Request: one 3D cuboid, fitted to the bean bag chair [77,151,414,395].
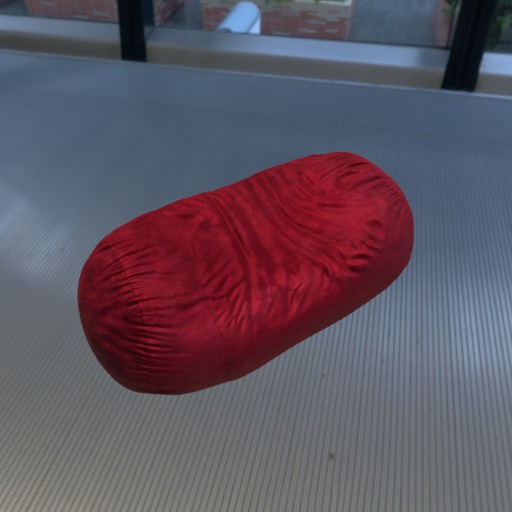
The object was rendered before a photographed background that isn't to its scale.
[{"bbox_3d":[0.000,0.000,2.924,2.293,0.867,1.216,-24,51,-21],"label":"bean bag chair"}]
